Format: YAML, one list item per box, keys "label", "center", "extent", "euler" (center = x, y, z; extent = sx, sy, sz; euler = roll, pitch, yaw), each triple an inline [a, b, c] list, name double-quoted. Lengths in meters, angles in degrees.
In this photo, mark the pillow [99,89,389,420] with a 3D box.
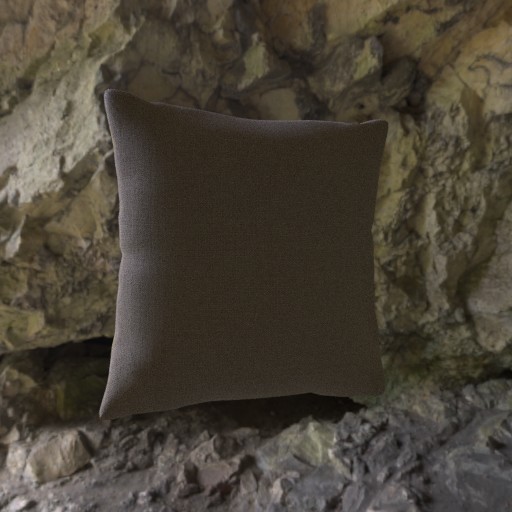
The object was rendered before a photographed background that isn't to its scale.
- label: "pillow"
  center: [0.000, 0.000, 0.646]
  extent: [0.429, 0.436, 0.159]
  euler: [0, 0, -17]
